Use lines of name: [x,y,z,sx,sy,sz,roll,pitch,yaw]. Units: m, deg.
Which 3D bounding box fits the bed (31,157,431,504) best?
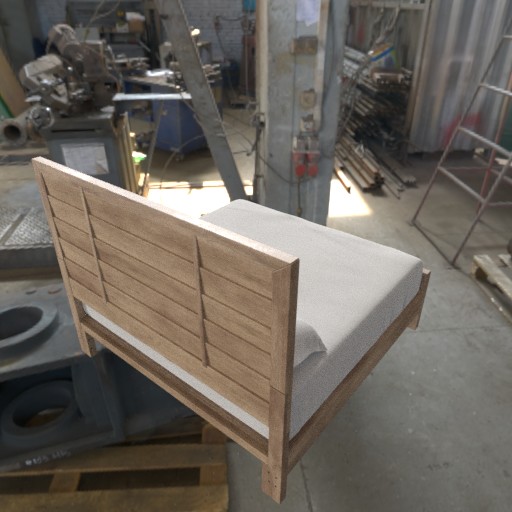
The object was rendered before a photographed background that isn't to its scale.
bed: [0.000,0.000,3.375,2.032,1.626,2.062,23,37,33]
